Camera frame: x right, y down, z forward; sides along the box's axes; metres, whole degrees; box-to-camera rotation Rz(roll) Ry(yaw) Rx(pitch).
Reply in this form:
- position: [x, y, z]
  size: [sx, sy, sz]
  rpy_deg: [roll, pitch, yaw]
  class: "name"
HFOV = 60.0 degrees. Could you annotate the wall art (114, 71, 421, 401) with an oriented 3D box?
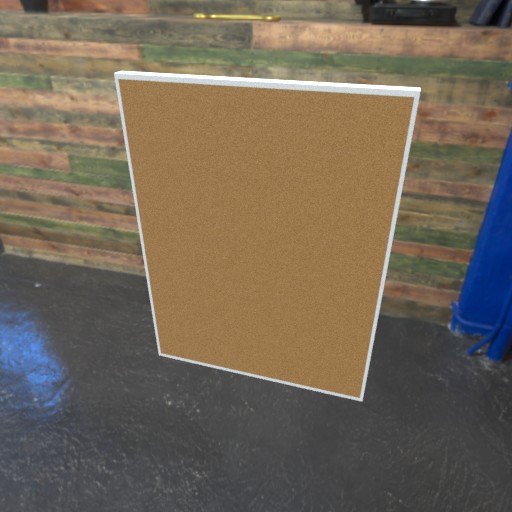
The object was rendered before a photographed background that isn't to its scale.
- position: [0.000, 0.000, 1.399]
  size: [0.795, 1.050, 0.039]
  rpy_deg: [9, 33, 14]
  class: "wall art"
